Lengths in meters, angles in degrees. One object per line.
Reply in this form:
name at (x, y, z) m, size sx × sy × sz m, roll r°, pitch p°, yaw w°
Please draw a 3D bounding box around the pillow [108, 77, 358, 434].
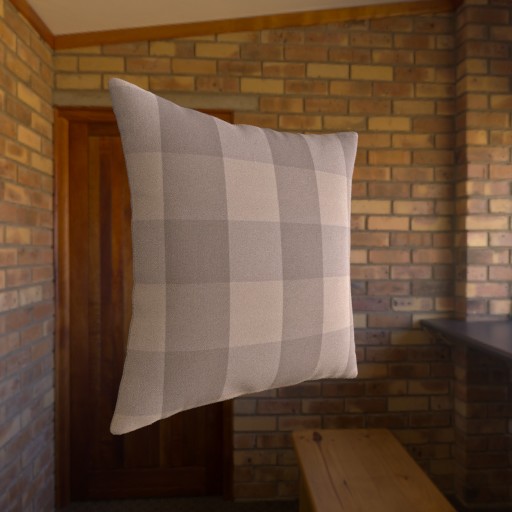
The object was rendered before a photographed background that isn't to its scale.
pillow at (0.000, 0.000, 0.776) m, size 0.511 × 0.509 × 0.161 m, roll 0°, pitch 1°, yaw -35°
